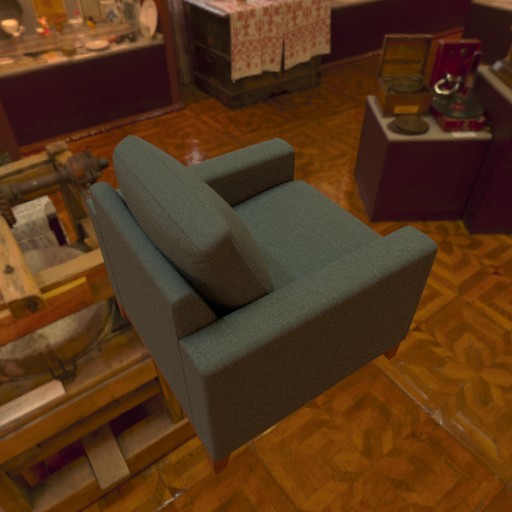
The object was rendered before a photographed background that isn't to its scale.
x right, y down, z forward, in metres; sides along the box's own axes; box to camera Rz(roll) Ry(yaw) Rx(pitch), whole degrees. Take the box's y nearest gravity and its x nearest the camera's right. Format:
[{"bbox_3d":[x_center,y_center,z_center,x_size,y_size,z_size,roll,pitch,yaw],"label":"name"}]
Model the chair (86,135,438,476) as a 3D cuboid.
[{"bbox_3d":[0.000,0.000,1.872,1.038,1.010,1.024,-24,47,-24],"label":"chair"}]
